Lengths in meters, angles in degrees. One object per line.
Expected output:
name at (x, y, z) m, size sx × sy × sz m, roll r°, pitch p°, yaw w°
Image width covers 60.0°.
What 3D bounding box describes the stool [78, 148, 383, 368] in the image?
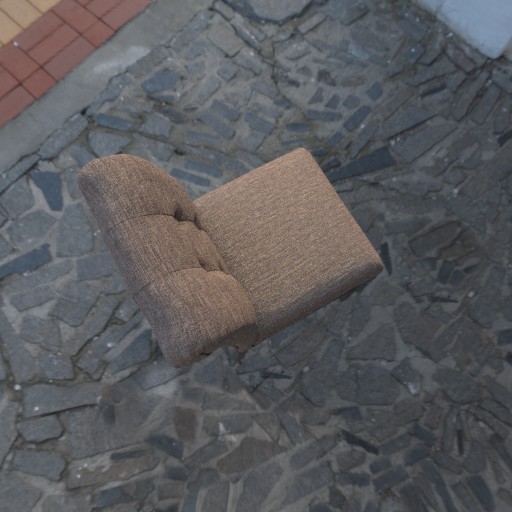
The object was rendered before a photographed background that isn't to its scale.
stool at (0.000, 0.000, 1.317) m, size 0.611 × 0.970 × 0.457 m, roll -29°, pitch 76°, yaw -8°
